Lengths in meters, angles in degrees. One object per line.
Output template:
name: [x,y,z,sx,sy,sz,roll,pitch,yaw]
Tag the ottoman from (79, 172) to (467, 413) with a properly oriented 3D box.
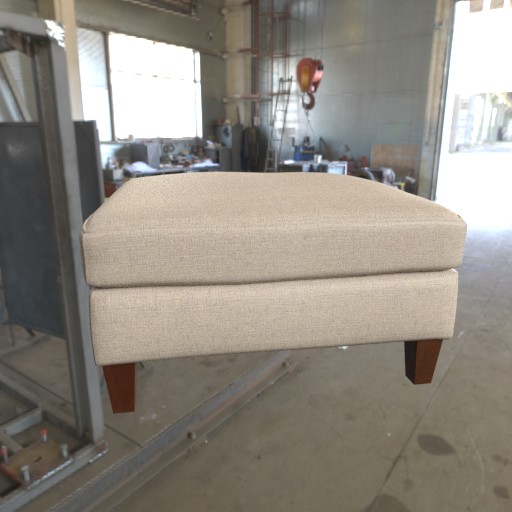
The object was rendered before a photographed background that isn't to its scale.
ottoman: [0.000,0.000,1.343,0.838,0.481,0.838,-3,16,-9]
